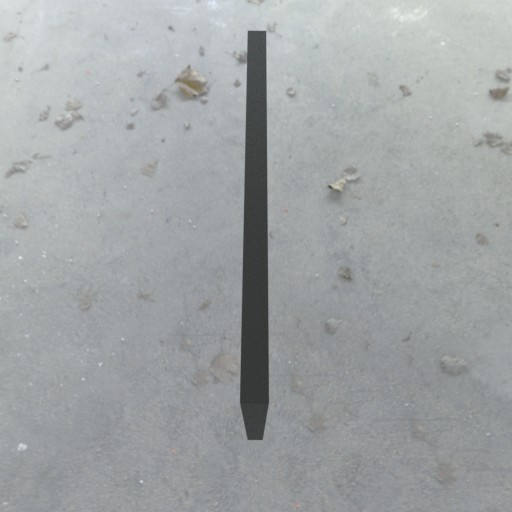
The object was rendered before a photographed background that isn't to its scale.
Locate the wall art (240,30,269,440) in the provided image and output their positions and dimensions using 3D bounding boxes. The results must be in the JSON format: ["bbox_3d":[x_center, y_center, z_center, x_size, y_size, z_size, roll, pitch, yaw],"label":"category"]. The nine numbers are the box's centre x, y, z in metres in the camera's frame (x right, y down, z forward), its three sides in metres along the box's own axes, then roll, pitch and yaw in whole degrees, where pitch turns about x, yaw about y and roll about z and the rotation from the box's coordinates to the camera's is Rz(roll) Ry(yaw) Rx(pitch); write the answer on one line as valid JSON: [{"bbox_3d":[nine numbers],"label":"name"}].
[{"bbox_3d":[0.000,0.000,0.770,0.029,0.457,0.558,0,63,0],"label":"wall art"}]
